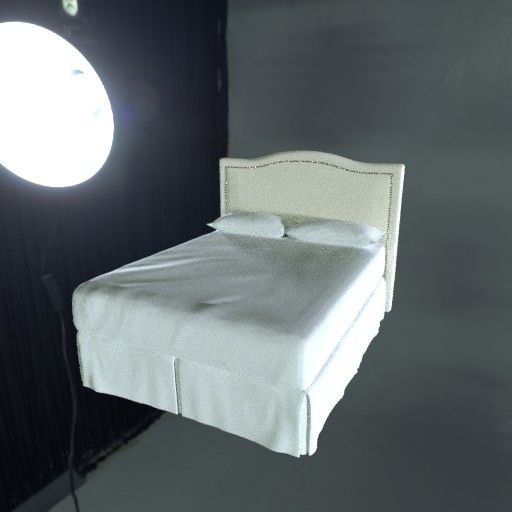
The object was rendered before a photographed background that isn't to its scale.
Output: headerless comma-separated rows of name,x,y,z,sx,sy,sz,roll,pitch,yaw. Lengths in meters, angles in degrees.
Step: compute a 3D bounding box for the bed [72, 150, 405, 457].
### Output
bed,0.000,0.000,3.341,1.753,1.460,2.143,8,18,25
